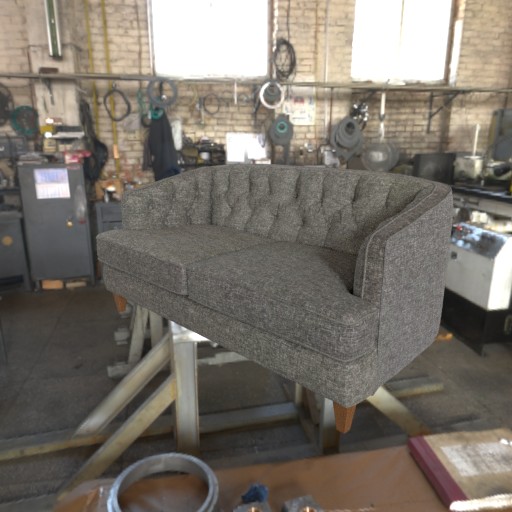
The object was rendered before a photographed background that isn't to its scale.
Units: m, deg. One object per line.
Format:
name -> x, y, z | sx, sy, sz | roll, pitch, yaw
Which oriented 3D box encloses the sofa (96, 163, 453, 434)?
sofa -> 0.000, 0.000, 2.265 | 1.733, 0.855, 0.941 | 15, 21, 43
